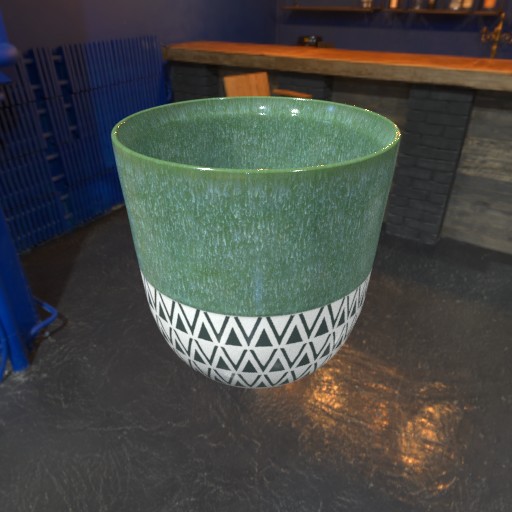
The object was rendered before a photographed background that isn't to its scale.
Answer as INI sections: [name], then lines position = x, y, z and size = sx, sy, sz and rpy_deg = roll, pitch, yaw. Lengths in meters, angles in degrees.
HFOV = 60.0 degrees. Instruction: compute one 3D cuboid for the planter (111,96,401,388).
[planter]
position = 0.000, 0.000, 0.363
size = 0.195, 0.214, 0.195
rpy_deg = 0, 30, 0
